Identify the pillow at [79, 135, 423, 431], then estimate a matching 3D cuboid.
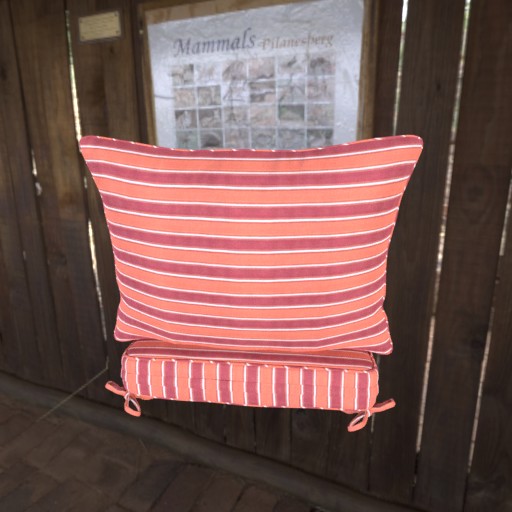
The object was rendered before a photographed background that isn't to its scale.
[{"bbox_3d":[0.000,0.000,1.369,0.799,0.723,0.733,2,16,6],"label":"pillow"}]
